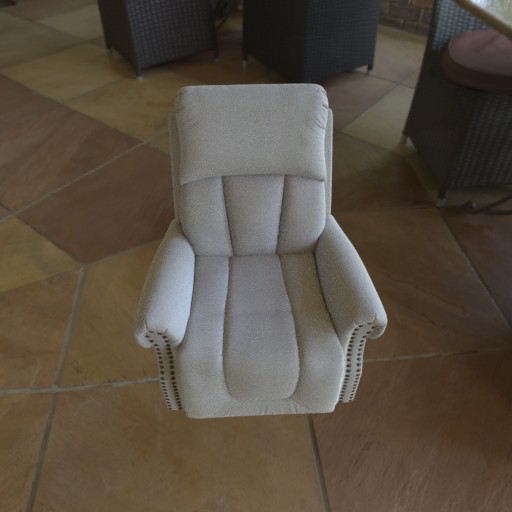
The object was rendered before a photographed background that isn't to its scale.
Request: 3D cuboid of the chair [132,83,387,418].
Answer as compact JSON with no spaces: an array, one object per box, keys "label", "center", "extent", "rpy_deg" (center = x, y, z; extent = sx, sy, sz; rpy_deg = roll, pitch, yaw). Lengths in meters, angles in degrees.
[{"label":"chair","center":[0.000,0.000,1.771],"extent":[0.871,1.031,0.979],"rpy_deg":[-2,45,-2]}]
